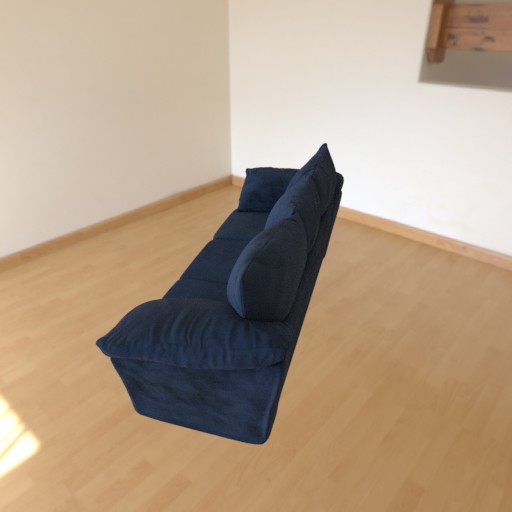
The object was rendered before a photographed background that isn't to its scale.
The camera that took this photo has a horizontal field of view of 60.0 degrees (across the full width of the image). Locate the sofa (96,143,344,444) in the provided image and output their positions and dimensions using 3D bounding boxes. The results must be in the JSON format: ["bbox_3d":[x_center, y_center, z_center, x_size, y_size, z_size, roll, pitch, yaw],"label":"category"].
[{"bbox_3d":[0.000,0.000,2.934,0.907,1.091,2.390,8,31,14],"label":"sofa"}]
